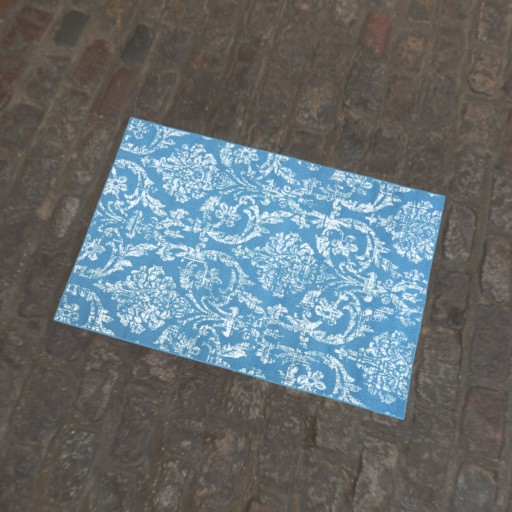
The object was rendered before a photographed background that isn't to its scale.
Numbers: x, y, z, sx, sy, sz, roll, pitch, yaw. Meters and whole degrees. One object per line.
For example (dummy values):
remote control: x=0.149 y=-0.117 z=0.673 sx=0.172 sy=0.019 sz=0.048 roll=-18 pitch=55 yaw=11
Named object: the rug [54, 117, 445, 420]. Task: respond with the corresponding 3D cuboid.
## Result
rug: x=0.000 y=0.000 z=2.362 sx=1.833 sy=0.012 sz=1.211 roll=15 pitch=77 yaw=4
